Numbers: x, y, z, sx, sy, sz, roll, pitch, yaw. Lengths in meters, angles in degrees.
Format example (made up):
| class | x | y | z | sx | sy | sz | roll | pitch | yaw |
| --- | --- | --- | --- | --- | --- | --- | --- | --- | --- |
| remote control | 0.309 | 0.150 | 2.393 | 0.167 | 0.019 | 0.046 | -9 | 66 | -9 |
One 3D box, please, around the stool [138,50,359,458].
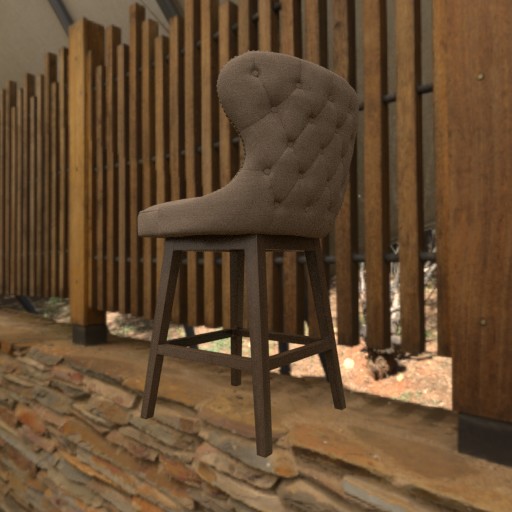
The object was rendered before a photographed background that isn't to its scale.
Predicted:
| class | x | y | z | sx | sy | sz | roll | pitch | yaw |
| --- | --- | --- | --- | --- | --- | --- | --- | --- | --- |
| stool | 0.000 | 0.000 | 1.359 | 0.597 | 0.972 | 0.615 | 0 | -1 | 36 |
